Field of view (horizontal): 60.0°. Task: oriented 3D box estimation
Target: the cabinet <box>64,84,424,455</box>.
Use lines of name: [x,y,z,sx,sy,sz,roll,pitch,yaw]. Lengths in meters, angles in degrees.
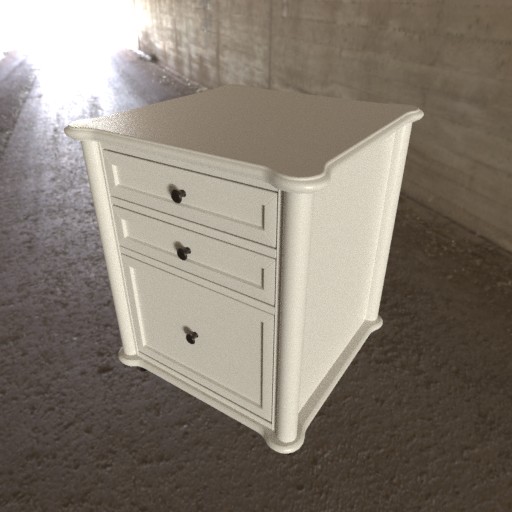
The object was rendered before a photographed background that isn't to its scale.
cabinet: [0.000,0.000,1.221,0.628,0.761,0.627,19,35,28]
